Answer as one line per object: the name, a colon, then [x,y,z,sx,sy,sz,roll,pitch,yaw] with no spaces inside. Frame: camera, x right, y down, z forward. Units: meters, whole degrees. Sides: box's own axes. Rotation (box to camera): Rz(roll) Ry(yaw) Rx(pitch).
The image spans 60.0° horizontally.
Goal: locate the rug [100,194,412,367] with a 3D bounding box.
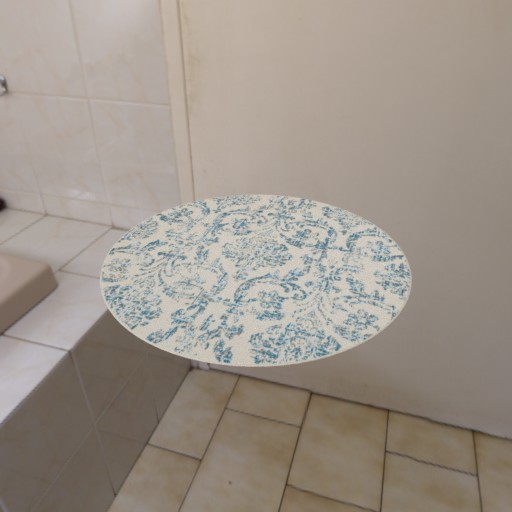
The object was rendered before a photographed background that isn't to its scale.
rug: [0.000,0.000,2.361,1.593,0.012,1.593,0,32,0]
